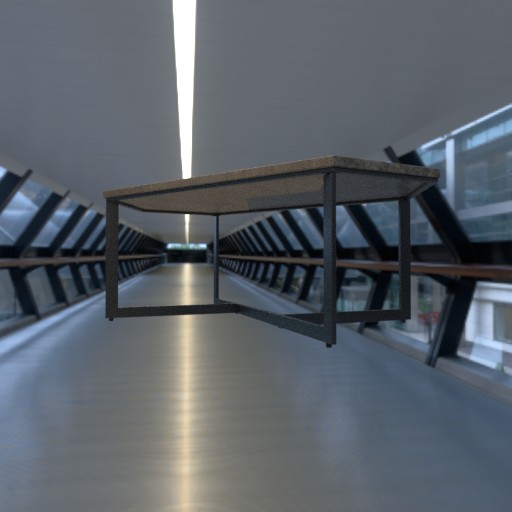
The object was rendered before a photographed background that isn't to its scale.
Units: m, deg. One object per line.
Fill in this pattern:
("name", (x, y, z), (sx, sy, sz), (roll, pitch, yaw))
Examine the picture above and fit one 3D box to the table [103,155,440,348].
("table", (0.000, 0.000, 1.543), (1.219, 0.457, 0.609), (-1, -1, 36))
